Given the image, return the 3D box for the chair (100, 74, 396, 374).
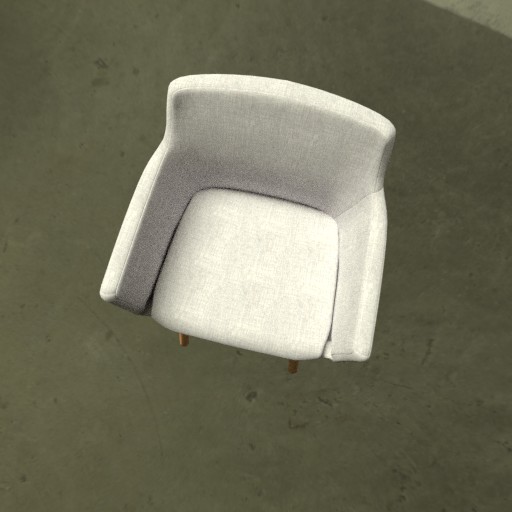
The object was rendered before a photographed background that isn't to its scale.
[{"bbox_3d":[0.000,0.000,1.181,0.570,0.780,0.540,13,76,3],"label":"chair"}]
